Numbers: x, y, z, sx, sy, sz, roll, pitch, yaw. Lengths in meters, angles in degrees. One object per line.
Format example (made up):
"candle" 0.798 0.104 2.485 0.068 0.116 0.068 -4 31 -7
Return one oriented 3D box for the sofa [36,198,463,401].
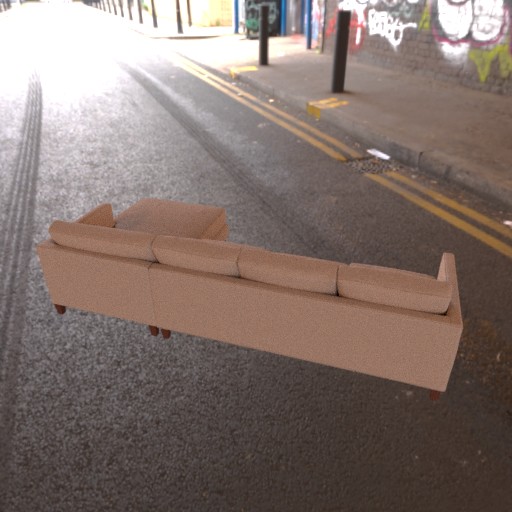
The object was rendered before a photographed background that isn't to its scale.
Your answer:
"sofa" 0.000 0.000 3.878 3.186 0.861 1.625 9 32 15
